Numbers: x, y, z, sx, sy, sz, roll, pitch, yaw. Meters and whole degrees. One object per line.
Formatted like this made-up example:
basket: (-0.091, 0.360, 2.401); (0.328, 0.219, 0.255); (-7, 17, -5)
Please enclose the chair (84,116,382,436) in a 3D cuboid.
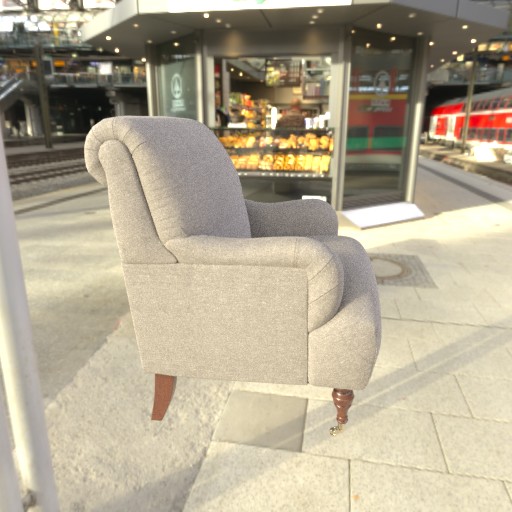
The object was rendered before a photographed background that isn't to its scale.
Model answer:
chair: (0.000, 0.000, 1.563); (0.843, 0.942, 0.766); (3, 17, 8)
